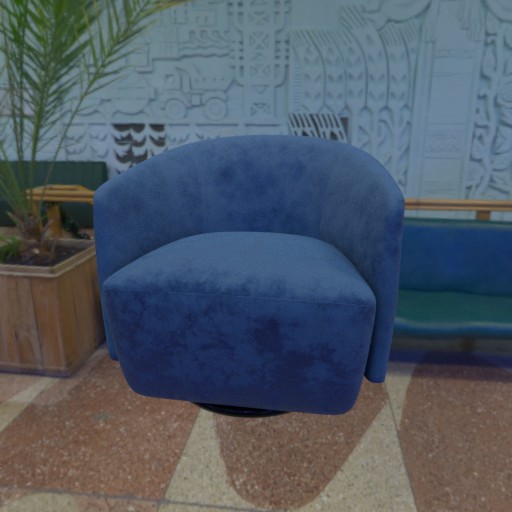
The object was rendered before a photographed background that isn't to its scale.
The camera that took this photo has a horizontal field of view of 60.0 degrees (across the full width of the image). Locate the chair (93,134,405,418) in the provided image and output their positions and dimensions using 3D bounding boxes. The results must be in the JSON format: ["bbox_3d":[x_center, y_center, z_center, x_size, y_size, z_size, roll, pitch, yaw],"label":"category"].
[{"bbox_3d":[0.000,0.000,1.357,0.773,0.698,0.767,3,17,9],"label":"chair"}]
